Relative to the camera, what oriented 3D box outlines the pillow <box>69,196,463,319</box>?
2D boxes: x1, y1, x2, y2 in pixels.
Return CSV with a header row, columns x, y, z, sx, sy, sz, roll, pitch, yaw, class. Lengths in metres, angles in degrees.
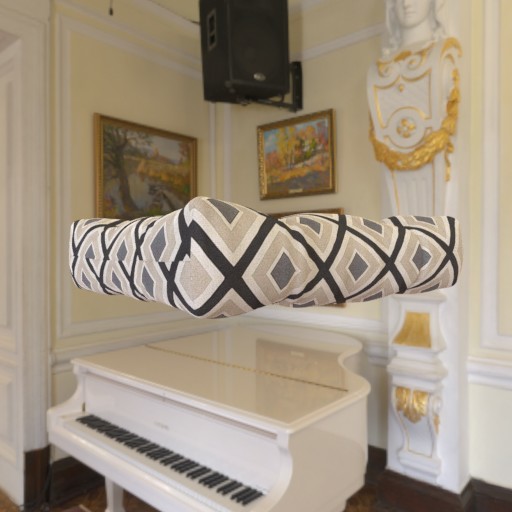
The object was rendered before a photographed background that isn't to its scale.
x,y,z,sx,sy,sz,roll,pitch,yaw,class
0.000,0.000,0.726,0.490,0.128,0.468,0,1,-37,pillow
